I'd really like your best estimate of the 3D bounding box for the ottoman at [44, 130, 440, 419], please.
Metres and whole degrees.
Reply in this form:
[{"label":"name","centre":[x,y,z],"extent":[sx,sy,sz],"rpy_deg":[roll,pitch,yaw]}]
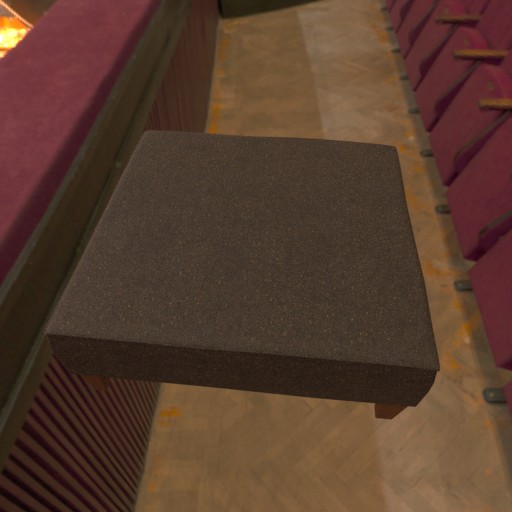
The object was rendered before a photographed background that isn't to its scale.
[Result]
[{"label":"ottoman","centre":[0.000,0.000,1.538],"extent":[1.004,0.382,0.968],"rpy_deg":[4,47,4]}]
